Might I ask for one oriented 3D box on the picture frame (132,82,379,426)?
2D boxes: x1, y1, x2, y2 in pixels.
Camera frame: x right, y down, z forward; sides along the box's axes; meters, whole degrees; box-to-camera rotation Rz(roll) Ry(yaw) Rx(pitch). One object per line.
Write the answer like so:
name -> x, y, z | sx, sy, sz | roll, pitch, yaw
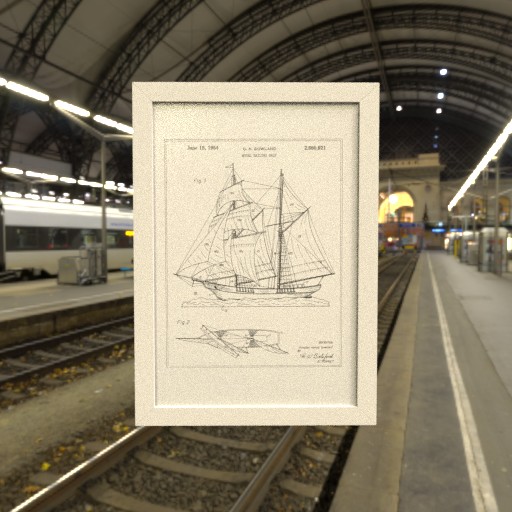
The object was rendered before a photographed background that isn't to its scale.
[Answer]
picture frame -> 0.000, 0.000, 0.598 | 0.326, 0.459, 0.011 | 0, 2, 0
